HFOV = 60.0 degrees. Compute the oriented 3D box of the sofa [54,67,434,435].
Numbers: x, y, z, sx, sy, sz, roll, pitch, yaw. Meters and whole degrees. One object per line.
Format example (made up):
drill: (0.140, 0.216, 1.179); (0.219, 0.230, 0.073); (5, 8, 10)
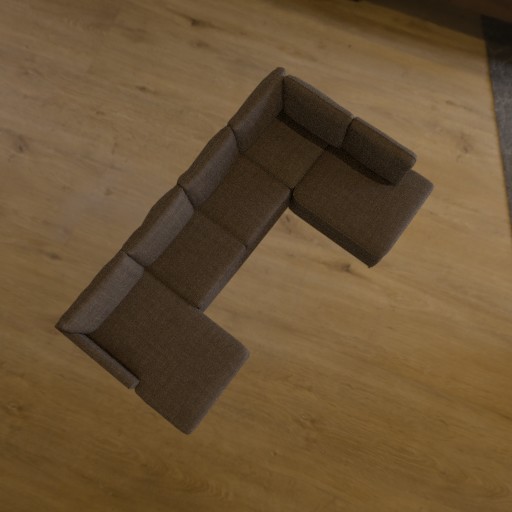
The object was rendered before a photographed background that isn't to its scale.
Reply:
sofa: (0.000, 0.000, 4.391); (2.048, 0.999, 3.423); (36, 79, 8)
